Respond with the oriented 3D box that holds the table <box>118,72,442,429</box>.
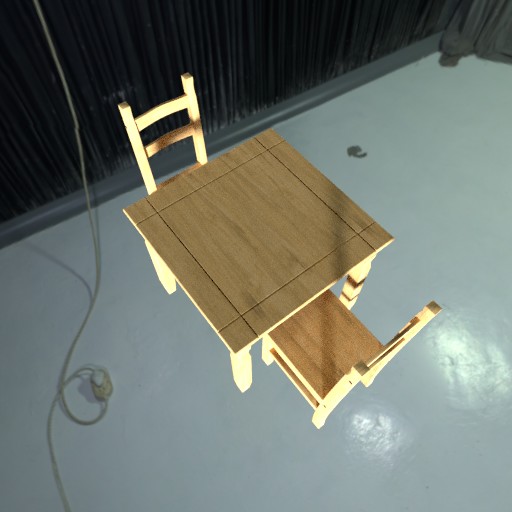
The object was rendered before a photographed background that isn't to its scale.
[{"bbox_3d":[0.000,0.000,2.081,0.813,0.942,1.501,-33,64,-18],"label":"table"}]
